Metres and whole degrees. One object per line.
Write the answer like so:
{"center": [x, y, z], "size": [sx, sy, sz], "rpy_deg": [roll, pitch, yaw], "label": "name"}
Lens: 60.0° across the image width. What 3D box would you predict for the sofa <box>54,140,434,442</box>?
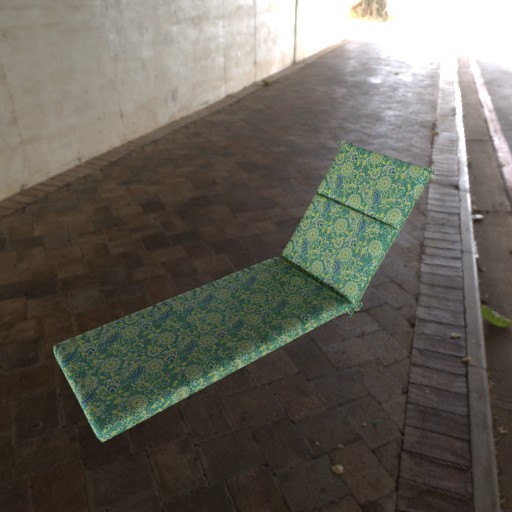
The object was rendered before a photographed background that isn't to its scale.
{"center": [0.000, 0.000, 1.900], "size": [1.663, 0.622, 0.582], "rpy_deg": [-21, 37, -31], "label": "sofa"}
